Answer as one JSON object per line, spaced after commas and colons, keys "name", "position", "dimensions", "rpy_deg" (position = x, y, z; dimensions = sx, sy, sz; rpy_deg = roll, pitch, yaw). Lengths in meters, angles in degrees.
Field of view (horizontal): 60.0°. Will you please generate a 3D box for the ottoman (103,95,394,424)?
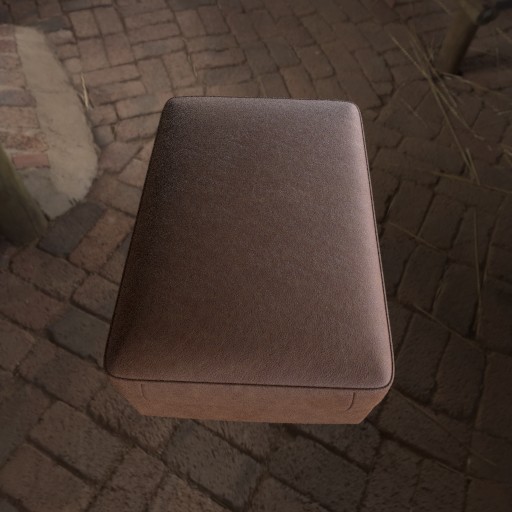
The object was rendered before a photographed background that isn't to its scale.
{"name": "ottoman", "position": [0.000, 0.000, 1.214], "dimensions": [0.584, 0.483, 0.864], "rpy_deg": [2, 57, 1]}
